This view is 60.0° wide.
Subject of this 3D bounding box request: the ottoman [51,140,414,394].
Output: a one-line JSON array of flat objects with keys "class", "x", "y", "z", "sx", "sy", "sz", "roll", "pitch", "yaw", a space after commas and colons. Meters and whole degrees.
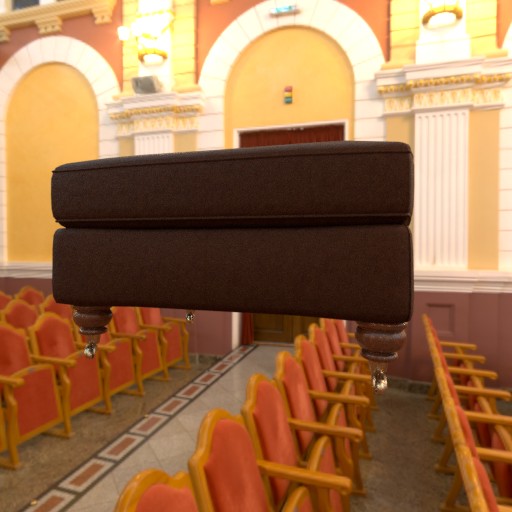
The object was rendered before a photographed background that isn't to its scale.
[{"class": "ottoman", "x": 0.000, "y": 0.000, "z": 1.784, "sx": 1.187, "sy": 0.730, "sz": 0.967, "roll": 1, "pitch": 2, "yaw": 19}]
